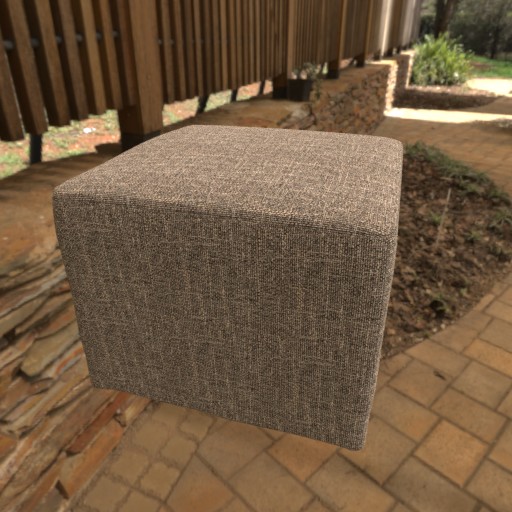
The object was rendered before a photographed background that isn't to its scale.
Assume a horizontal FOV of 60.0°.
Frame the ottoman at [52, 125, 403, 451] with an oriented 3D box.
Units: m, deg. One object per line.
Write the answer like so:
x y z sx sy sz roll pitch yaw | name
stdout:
0.000 0.000 0.898 0.521 0.453 0.512 8 29 15 | ottoman
